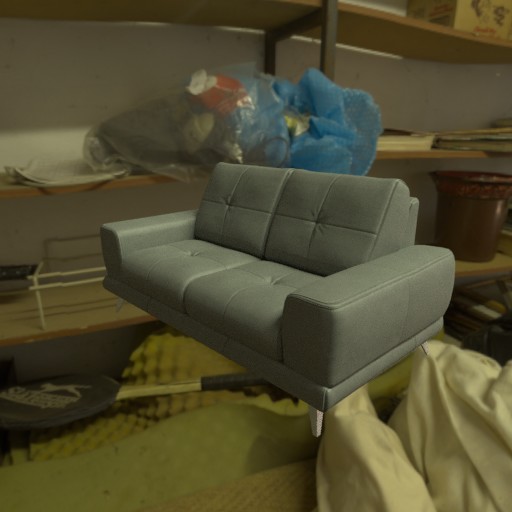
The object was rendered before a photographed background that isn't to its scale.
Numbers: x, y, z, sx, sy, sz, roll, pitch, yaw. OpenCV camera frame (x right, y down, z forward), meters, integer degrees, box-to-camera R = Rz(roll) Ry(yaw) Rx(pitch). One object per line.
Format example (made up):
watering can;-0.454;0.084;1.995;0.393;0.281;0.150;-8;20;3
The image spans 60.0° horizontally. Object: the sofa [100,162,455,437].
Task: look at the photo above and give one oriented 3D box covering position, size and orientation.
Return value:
sofa;0.000;0.000;2.436;1.018;0.907;1.806;-15;22;-41
